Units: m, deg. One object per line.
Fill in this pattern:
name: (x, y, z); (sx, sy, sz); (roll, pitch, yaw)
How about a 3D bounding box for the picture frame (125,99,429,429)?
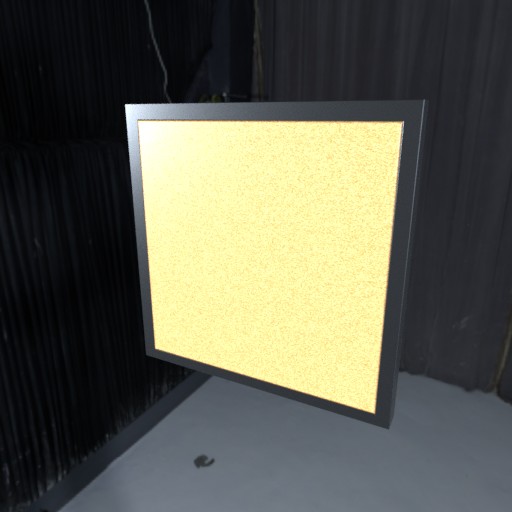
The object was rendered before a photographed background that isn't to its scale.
picture frame: (0.000, 0.000, 0.539); (0.355, 0.353, 0.029); (9, 20, 26)
